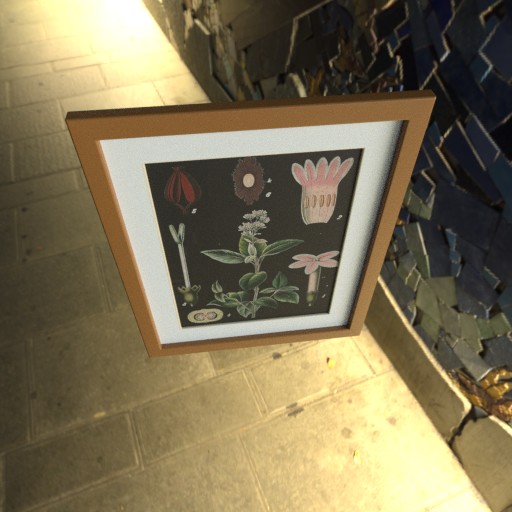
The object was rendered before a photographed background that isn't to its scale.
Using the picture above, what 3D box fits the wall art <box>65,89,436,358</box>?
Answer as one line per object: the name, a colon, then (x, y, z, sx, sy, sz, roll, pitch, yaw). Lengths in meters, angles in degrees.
wall art: (0.000, 0.000, 0.741, 0.449, 0.550, 0.021, -5, 48, -5)
